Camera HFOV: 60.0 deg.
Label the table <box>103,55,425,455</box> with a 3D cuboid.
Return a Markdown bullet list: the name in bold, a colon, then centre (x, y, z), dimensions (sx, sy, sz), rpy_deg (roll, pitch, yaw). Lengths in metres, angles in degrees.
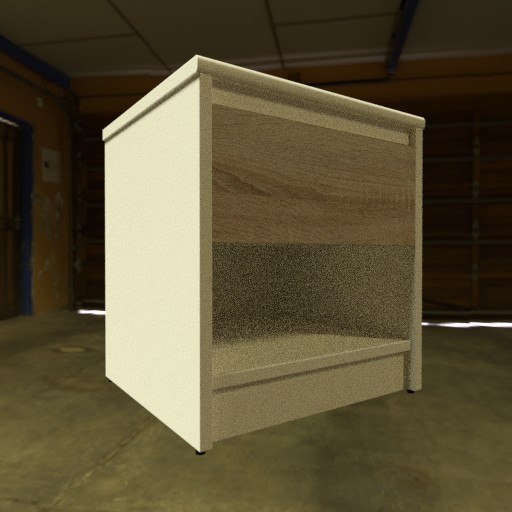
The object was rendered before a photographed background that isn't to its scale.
- **table**: centre (0.000, 0.000, 0.775), dimensions (0.420, 0.460, 0.380), rpy_deg (0, 1, -34)
